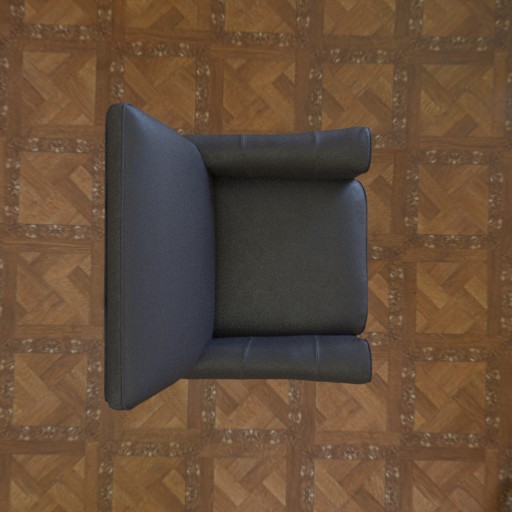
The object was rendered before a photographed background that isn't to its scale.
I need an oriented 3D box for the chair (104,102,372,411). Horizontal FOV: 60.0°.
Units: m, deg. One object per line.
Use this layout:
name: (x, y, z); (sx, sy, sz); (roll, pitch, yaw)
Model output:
chair: (0.000, 0.000, 1.629); (0.825, 0.943, 0.870); (0, 90, -1)
